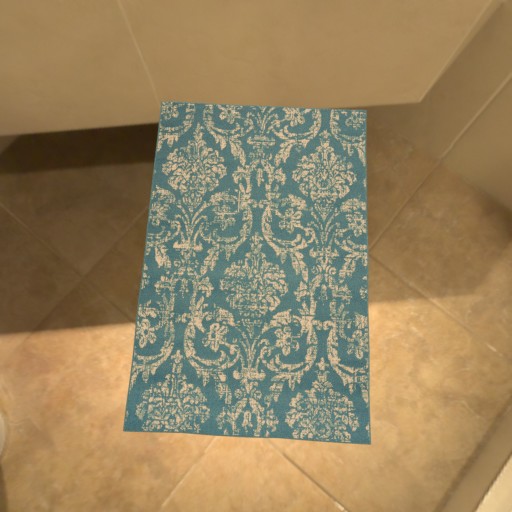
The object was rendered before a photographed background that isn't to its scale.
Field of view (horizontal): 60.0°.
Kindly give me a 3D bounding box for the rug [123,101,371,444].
[{"bbox_3d":[0.000,0.000,2.386,1.211,0.012,1.833,3,76,1],"label":"rug"}]
